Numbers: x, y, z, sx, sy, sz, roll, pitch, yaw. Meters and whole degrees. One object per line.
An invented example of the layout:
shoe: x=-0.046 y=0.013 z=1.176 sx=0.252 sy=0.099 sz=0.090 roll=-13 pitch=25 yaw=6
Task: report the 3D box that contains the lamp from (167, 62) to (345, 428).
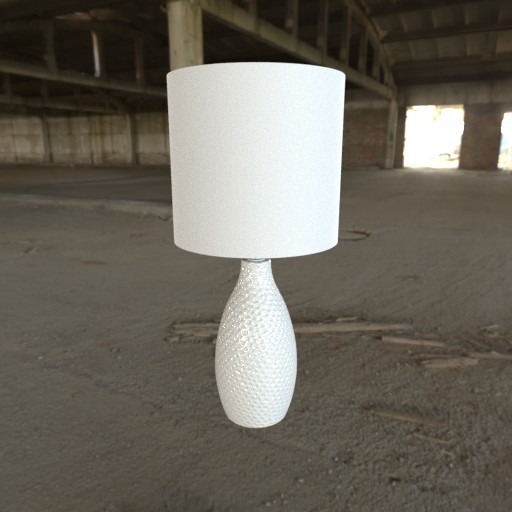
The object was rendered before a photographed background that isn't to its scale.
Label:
lamp: x=0.000 y=0.000 z=0.597 sx=0.214 sy=0.466 sz=0.214 roll=7 pitch=16 yaw=26
